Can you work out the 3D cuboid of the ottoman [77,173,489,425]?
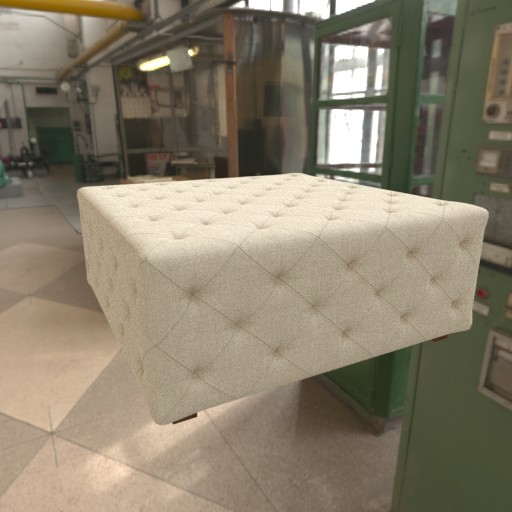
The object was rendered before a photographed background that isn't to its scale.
[{"bbox_3d":[0.000,0.000,1.557,1.028,0.439,1.028,-9,19,-26],"label":"ottoman"}]
